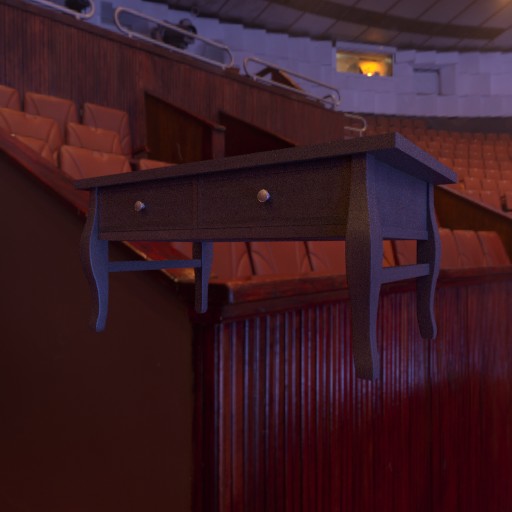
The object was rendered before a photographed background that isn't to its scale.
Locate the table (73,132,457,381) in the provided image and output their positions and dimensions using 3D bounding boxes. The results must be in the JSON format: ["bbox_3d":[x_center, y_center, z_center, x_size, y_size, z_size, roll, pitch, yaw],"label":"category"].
[{"bbox_3d":[0.000,0.000,1.395,1.062,0.494,0.600,1,1,35],"label":"table"}]
